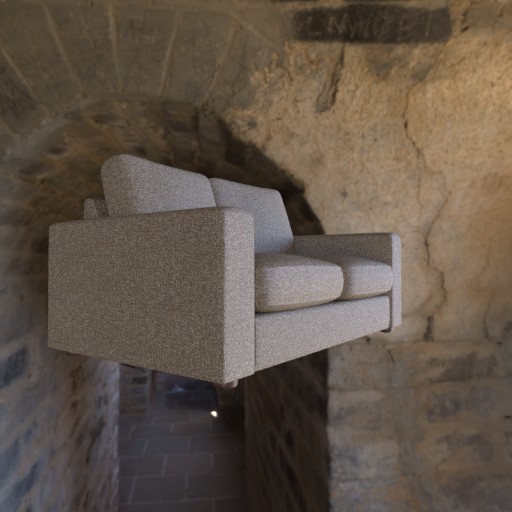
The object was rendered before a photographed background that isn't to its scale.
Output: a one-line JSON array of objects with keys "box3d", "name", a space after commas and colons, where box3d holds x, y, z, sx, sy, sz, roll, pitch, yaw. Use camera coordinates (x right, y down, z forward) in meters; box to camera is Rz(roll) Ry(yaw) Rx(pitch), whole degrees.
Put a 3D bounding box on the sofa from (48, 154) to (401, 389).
[{"box3d": [0.000, 0.000, 2.229, 1.016, 0.873, 1.616, -1, -1, 36], "name": "sofa"}]
